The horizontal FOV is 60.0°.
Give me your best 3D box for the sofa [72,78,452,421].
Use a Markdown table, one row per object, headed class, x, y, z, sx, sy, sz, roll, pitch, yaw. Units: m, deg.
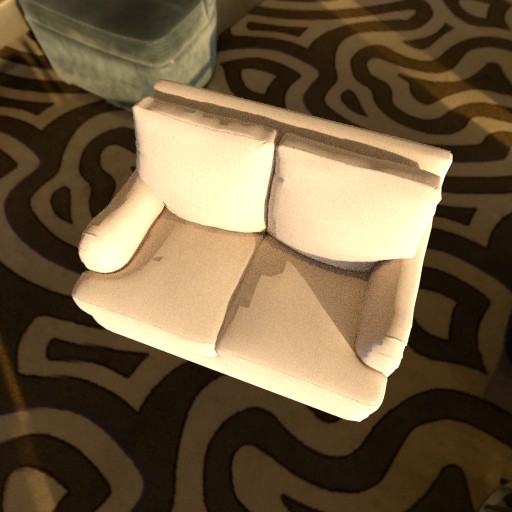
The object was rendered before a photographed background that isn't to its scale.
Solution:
| class | x | y | z | sx | sy | sz | roll | pitch | yaw |
| --- | --- | --- | --- | --- | --- | --- | --- | --- | --- |
| sofa | 0.000 | 0.000 | 2.178 | 1.508 | 1.048 | 1.087 | 18 | 60 | 11 |
